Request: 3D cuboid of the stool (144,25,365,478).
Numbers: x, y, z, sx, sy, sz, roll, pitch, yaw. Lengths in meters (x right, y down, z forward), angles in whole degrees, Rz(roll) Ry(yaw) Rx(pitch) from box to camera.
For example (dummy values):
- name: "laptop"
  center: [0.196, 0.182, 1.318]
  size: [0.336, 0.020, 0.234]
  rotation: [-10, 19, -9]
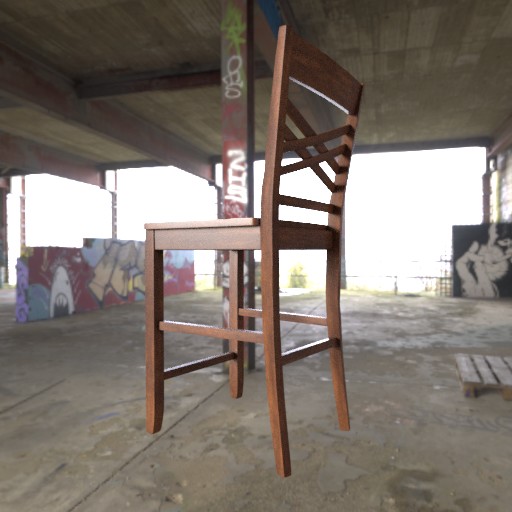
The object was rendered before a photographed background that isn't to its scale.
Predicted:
- name: "stool"
  center: [0.000, 0.000, 1.360]
  size: [0.539, 1.079, 0.462]
  rotation: [0, 0, 36]
